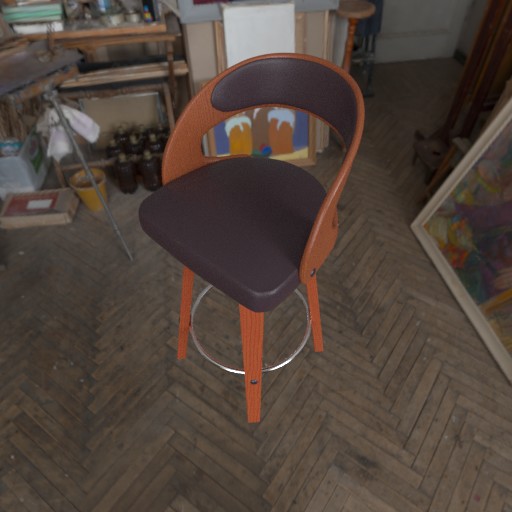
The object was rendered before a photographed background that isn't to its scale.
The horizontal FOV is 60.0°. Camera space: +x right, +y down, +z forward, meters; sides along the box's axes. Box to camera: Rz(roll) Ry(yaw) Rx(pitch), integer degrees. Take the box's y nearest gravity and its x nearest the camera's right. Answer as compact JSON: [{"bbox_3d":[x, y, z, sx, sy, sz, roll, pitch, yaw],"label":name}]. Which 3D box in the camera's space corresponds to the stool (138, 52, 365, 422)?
[{"bbox_3d":[0.000,0.000,1.222,0.457,0.940,0.457,33,56,27],"label":"stool"}]
